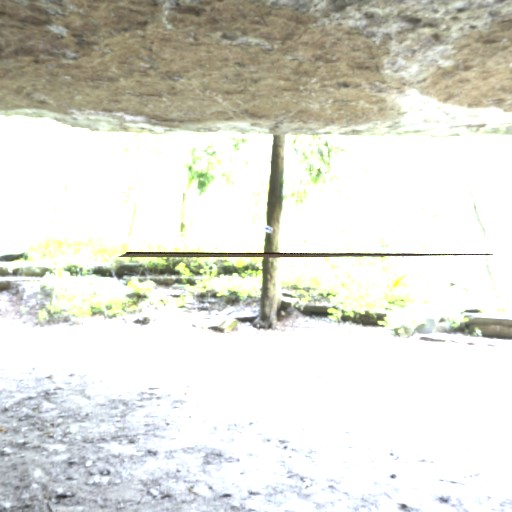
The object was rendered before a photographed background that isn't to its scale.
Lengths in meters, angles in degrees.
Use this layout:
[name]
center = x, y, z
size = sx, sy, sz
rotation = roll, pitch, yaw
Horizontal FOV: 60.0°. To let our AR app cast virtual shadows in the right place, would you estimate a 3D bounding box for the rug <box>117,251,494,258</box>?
[rug]
center = 0.000, 0.000, 4.059
size = 2.387, 0.013, 3.053
rotation = 0, -1, -18
